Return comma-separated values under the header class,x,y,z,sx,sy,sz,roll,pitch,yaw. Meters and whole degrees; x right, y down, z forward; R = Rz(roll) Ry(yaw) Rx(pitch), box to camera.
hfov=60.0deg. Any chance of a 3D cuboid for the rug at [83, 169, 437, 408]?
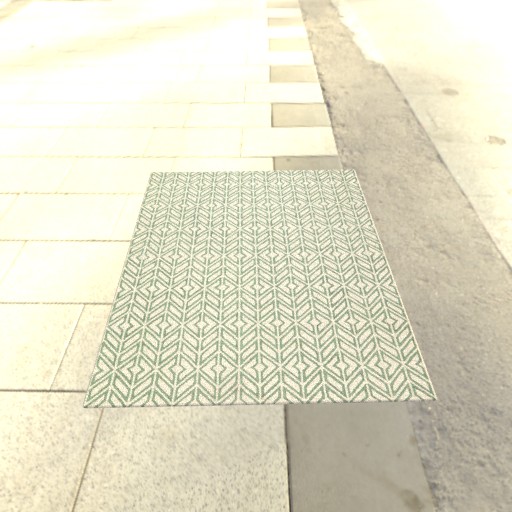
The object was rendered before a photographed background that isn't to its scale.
class,x,y,z,sx,sy,sz,roll,pitch,yaw
rug,0.000,0.000,4.172,2.441,0.017,3.050,-1,42,-1
